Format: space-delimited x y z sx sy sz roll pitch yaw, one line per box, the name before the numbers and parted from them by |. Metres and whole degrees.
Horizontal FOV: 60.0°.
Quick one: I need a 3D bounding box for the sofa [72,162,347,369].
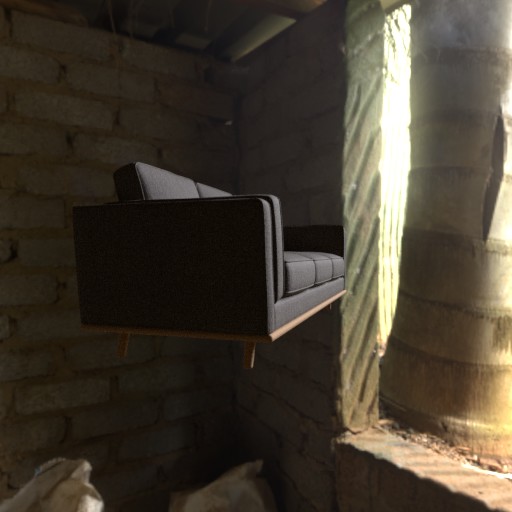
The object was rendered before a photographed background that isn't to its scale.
sofa | 0.000 0.000 2.825 0.903 0.899 2.362 0 0 19
